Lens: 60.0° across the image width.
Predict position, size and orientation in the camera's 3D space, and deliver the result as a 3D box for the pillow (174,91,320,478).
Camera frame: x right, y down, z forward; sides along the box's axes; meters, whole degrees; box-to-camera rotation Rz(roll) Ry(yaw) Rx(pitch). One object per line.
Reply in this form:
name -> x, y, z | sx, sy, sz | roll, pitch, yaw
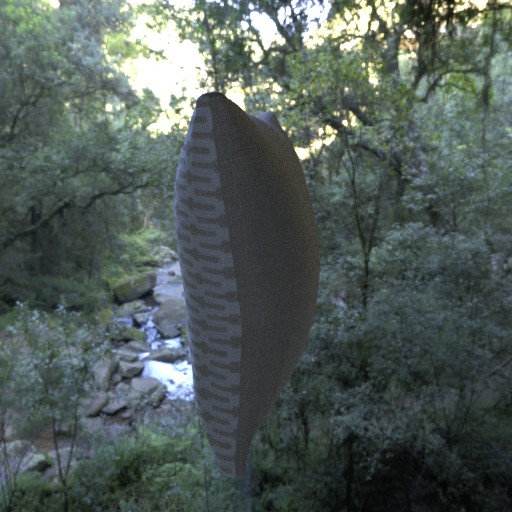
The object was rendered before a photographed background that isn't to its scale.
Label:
pillow -> 0.000, 0.000, 0.760 | 0.219, 0.491, 0.496 | 2, 16, 8
